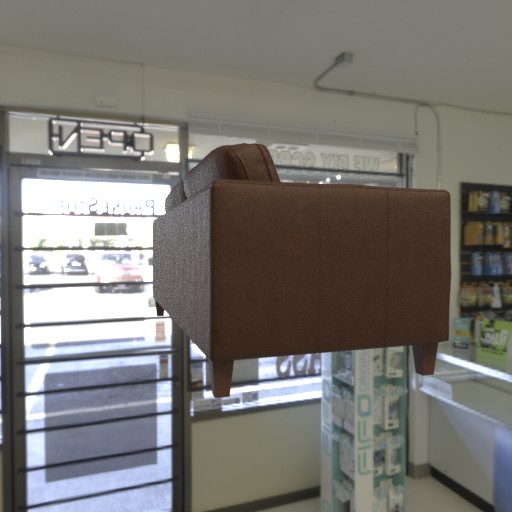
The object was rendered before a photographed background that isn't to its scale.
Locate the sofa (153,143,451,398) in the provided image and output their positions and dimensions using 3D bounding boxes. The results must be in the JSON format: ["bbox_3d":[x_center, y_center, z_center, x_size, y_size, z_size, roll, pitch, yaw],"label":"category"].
[{"bbox_3d":[0.000,0.000,2.394,0.923,0.863,1.971,0,1,-18],"label":"sofa"}]
